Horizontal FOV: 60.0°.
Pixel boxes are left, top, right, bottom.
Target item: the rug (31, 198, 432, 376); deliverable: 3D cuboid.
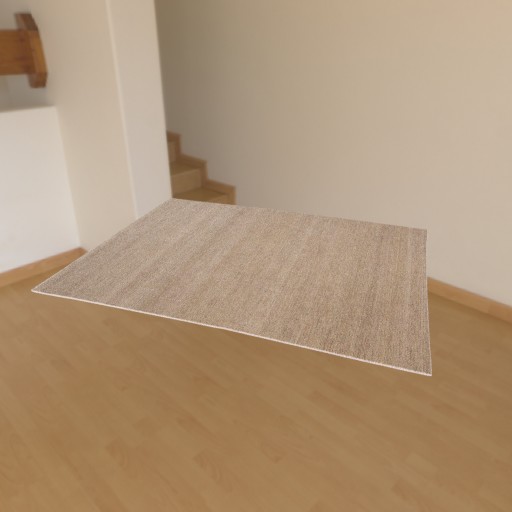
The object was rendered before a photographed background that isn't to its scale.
[{"bbox_3d":[0.000,0.000,4.366,3.245,0.046,2.467,9,28,17],"label":"rug"}]
